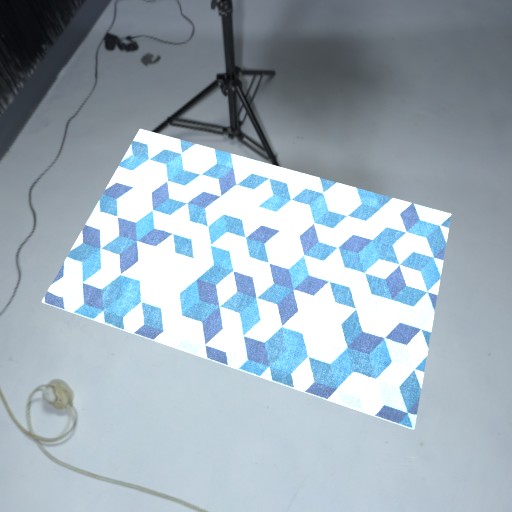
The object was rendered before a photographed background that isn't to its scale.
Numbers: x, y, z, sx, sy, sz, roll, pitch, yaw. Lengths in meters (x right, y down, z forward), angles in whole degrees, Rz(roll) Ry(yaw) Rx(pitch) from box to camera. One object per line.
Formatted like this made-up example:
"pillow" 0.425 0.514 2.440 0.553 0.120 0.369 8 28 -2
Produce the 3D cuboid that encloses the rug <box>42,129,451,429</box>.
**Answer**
"rug" 0.000 0.000 3.031 2.438 0.015 1.518 17 66 8
